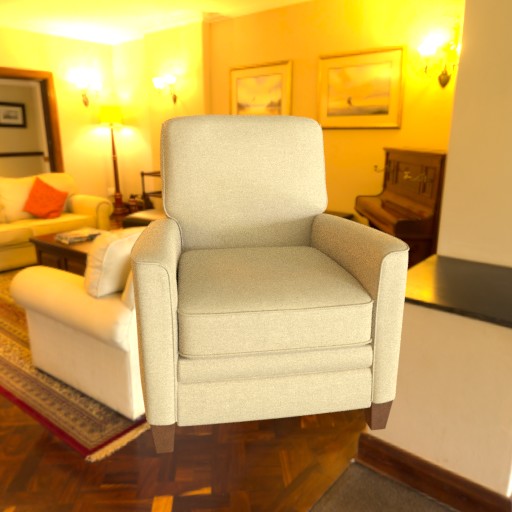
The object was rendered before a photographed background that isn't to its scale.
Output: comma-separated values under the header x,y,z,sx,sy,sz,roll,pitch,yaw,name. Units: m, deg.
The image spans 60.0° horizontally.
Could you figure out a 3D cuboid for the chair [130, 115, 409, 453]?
x,y,z,sx,sy,sz,roll,pitch,yaw,name
0.000,0.000,1.641,0.841,1.023,0.858,-3,16,-9,chair
